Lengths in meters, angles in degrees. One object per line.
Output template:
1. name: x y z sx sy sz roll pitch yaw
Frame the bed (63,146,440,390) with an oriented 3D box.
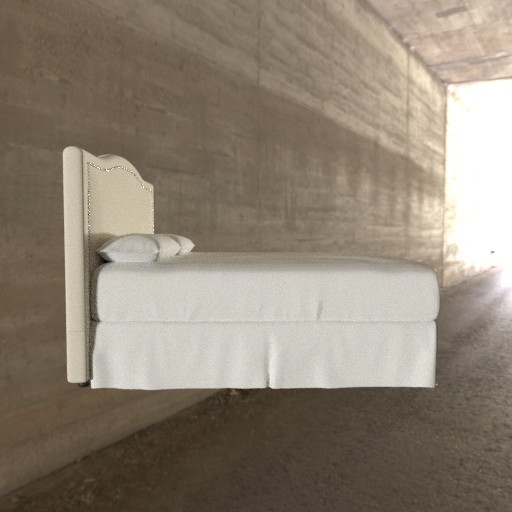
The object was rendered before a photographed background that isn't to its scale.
1. bed: 0.000 0.000 3.316 2.143 1.460 1.753 0 3 0
